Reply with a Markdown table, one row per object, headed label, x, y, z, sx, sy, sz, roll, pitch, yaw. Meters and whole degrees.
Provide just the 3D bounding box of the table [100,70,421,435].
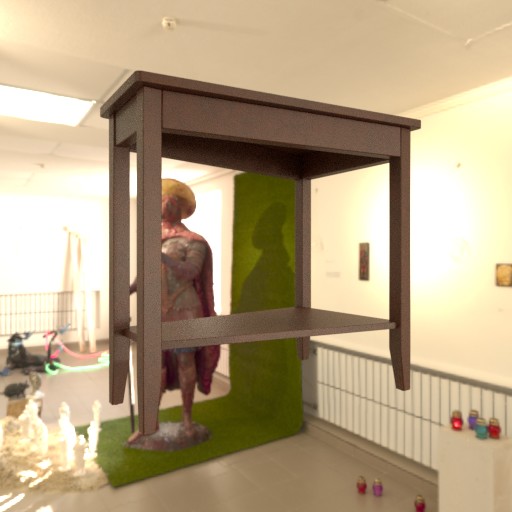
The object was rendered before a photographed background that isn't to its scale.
| label | x | y | z | sx | sy | sz | roll | pitch | yaw |
| --- | --- | --- | --- | --- | --- | --- | --- | --- | --- |
| table | 0.000 | 0.000 | 0.961 | 0.605 | 0.589 | 0.399 | 0 | 0 | -34 |
